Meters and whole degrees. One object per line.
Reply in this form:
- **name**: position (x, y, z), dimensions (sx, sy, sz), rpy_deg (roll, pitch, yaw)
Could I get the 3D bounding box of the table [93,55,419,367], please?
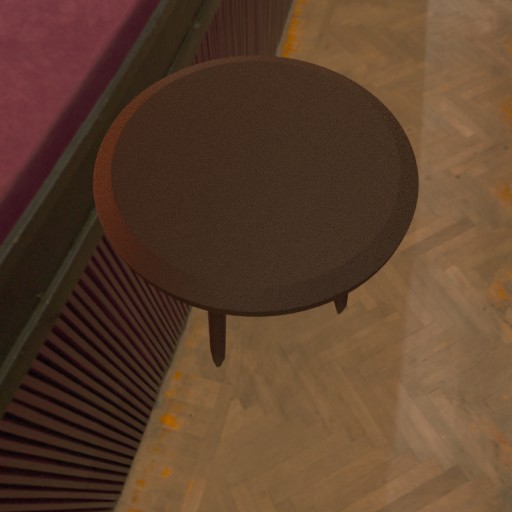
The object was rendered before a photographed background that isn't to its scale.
- **table**: position (0.000, 0.000, 0.880), dimensions (0.457, 0.585, 0.457), rpy_deg (0, 61, 0)
